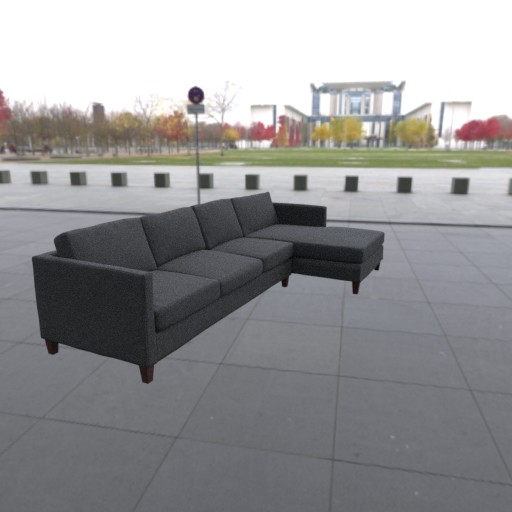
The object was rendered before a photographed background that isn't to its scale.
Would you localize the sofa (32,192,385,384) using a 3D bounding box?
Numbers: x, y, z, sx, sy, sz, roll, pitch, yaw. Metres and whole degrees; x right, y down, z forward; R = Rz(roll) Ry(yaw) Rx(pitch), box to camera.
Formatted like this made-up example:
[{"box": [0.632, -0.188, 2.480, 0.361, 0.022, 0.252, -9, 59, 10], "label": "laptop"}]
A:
[{"box": [0.000, 0.000, 3.901, 1.625, 0.846, 3.186, 7, 16, 26], "label": "sofa"}]
